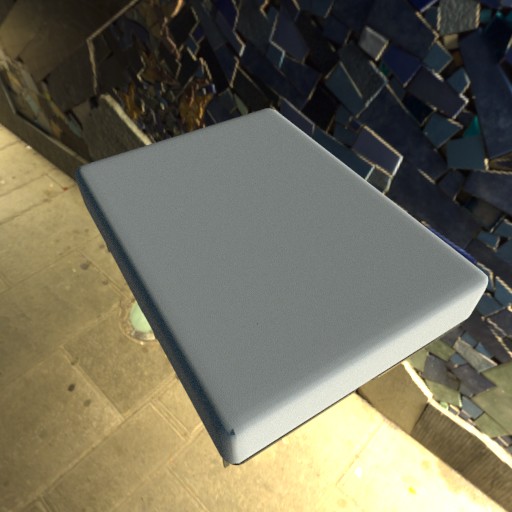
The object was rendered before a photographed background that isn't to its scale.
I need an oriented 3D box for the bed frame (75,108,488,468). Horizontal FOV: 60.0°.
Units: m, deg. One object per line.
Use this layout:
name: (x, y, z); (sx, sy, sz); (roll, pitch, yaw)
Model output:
bed frame: (0.000, 0.000, 2.743); (1.528, 0.677, 2.037); (-24, 51, -21)
